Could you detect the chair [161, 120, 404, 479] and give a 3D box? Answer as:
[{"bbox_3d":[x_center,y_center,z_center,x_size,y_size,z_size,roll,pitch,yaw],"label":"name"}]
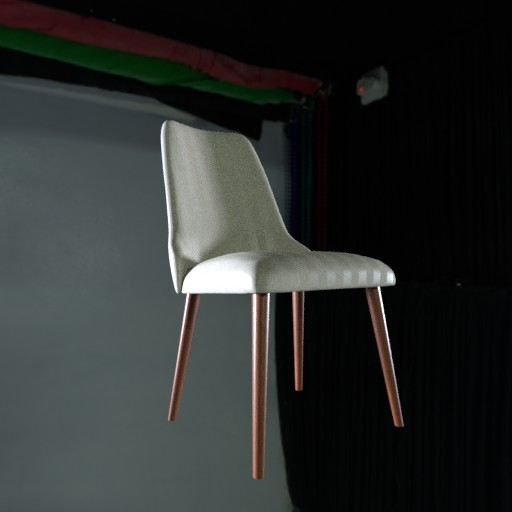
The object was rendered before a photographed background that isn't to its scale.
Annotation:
[{"bbox_3d":[0.000,0.000,1.326,0.526,0.917,0.684,0,0,-36],"label":"chair"}]
